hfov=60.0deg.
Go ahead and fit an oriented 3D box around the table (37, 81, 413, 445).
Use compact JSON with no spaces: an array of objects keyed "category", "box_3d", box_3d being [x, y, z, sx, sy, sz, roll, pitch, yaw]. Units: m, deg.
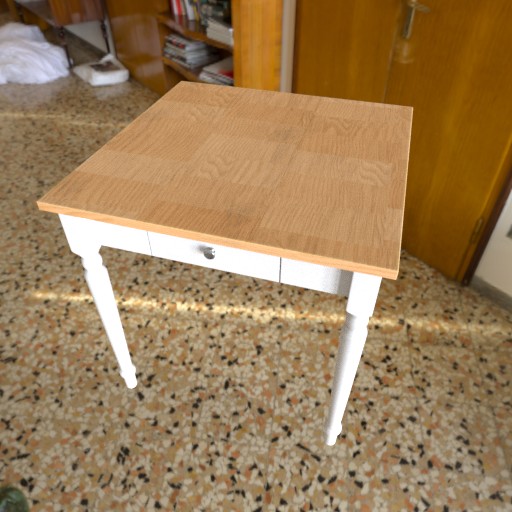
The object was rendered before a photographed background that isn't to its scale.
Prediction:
[{"category":"table","box_3d":[0.000,0.000,1.368,0.747,0.738,0.747,11,42,13]}]
